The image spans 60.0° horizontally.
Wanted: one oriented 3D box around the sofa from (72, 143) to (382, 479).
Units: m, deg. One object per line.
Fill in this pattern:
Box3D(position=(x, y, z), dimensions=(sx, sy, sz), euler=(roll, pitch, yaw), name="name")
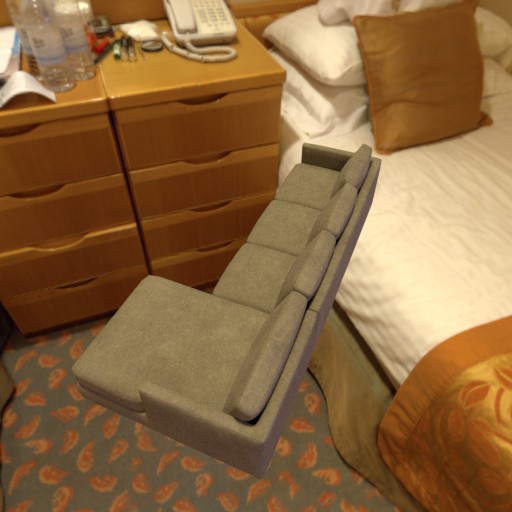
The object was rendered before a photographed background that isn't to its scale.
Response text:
Box3D(position=(0.000, 0.000, 4.195), dimensions=(1.604, 0.950, 3.471), euler=(17, 47, 16), name="sofa")
